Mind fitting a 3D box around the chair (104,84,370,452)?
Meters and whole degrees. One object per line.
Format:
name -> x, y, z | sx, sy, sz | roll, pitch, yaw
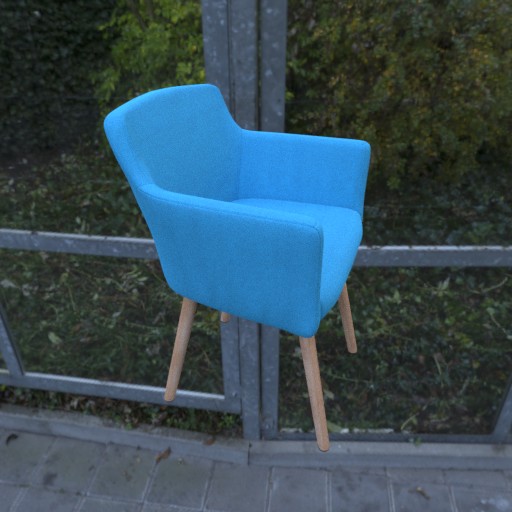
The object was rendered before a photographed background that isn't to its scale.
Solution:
chair -> 0.000, 0.000, 1.139 | 0.540, 0.780, 0.570 | 11, 31, 18
